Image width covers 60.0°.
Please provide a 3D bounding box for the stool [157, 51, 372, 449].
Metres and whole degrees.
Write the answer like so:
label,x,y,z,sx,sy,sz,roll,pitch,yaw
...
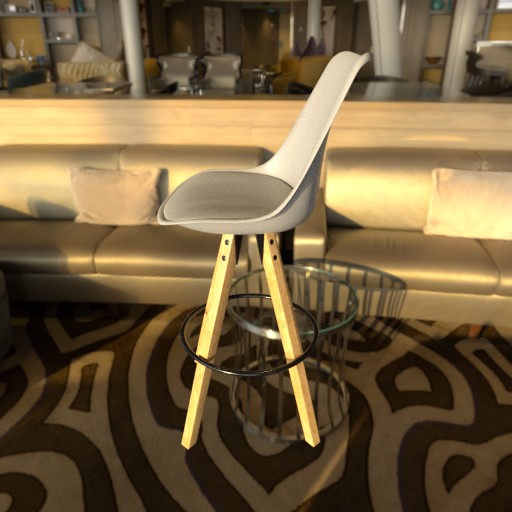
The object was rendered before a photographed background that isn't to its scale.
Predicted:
label,x,y,z,sx,sy,sz,roll,pitch,yaw
stool,0.000,0.000,1.333,0.550,1.115,0.485,-1,25,-1
